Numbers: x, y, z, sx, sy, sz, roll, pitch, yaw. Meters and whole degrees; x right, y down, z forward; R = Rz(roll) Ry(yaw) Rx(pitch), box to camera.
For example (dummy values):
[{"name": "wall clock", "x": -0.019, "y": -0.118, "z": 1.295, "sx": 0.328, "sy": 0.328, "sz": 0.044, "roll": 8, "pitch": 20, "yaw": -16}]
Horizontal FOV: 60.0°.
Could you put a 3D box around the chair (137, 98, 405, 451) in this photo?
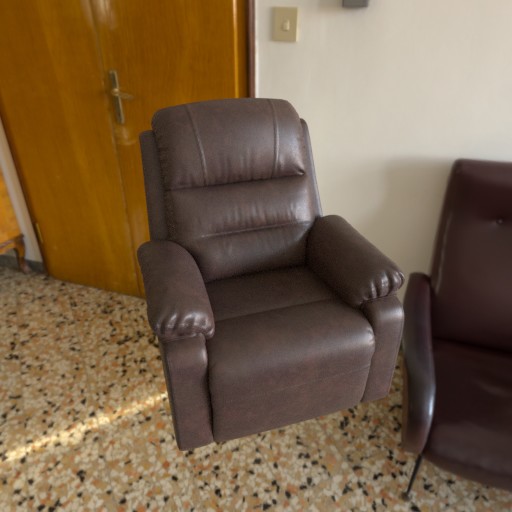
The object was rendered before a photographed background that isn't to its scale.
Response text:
[{"name": "chair", "x": 0.000, "y": 0.000, "z": 1.668, "sx": 0.855, "sy": 0.992, "sz": 0.919, "roll": -9, "pitch": 33, "yaw": -15}]
